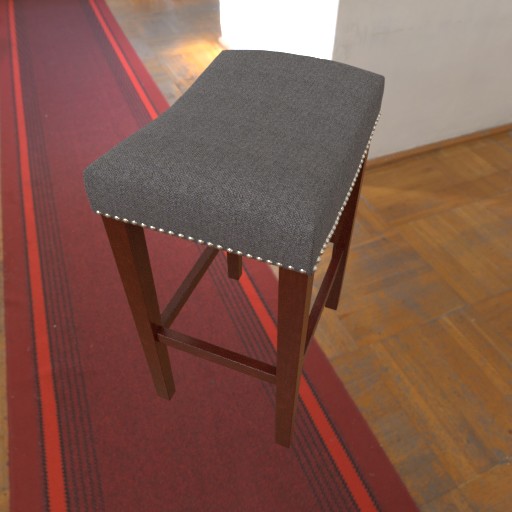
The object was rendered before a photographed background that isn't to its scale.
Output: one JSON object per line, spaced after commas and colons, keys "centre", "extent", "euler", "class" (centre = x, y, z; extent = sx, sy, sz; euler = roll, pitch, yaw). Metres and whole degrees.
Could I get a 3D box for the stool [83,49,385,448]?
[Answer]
{"centre": [0.000, 0.000, 1.008], "extent": [0.372, 0.742, 0.504], "euler": [16, 48, 15], "class": "stool"}
